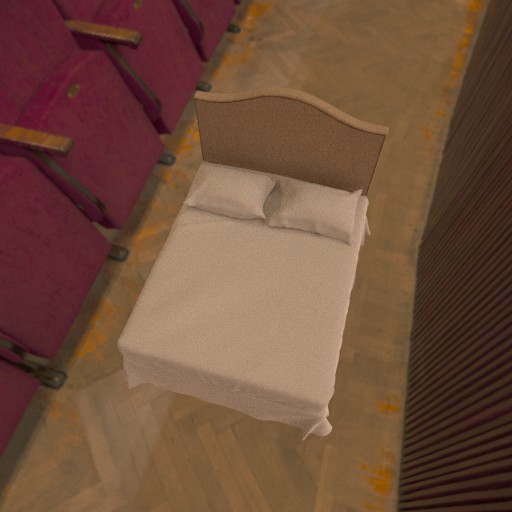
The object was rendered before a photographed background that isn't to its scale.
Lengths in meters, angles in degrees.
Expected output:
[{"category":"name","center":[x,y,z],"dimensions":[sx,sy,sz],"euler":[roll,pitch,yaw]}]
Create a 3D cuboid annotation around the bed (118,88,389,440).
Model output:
[{"category":"bed","center":[0.000,0.000,3.554],"dimensions":[1.876,1.645,2.221],"euler":[14,59,8]}]
